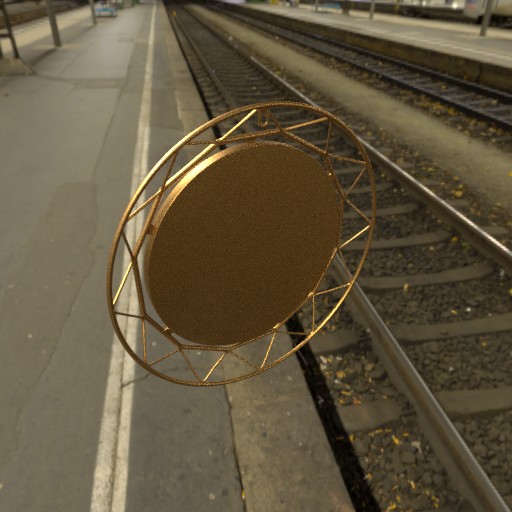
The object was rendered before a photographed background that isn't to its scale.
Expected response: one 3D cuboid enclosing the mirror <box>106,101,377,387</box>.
[{"bbox_3d":[0.000,0.000,0.667,0.454,0.454,0.043,-18,36,-27],"label":"mirror"}]
